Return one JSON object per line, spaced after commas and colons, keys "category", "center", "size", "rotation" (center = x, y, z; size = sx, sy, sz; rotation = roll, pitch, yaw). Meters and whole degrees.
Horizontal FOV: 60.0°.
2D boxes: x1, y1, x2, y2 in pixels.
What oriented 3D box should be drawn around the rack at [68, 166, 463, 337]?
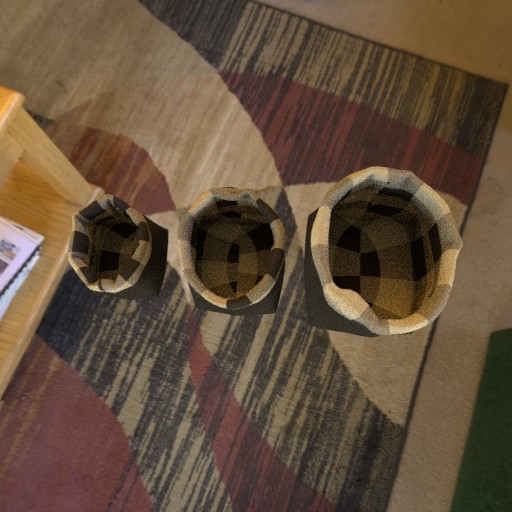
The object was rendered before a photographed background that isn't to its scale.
{"category": "rack", "center": [0.000, 0.000, 1.069], "size": [0.889, 0.329, 0.370], "rotation": [3, 75, 1]}
